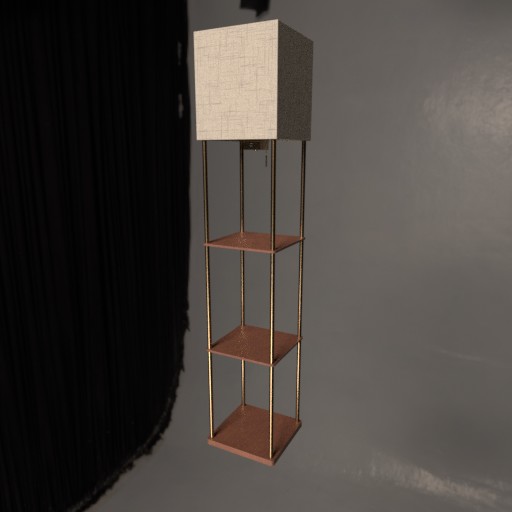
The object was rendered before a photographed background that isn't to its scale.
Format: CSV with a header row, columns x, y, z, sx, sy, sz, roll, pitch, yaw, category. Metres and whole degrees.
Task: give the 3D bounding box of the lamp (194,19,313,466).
x,y,z,sx,sy,sz,roll,pitch,yaw,category
0.000,0.000,1.722,0.310,1.569,0.308,7,15,27,lamp
